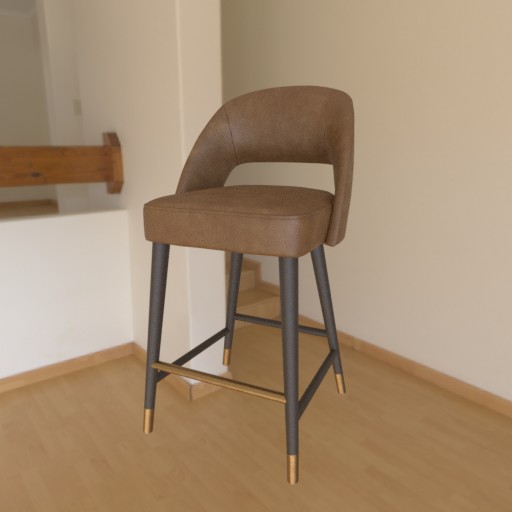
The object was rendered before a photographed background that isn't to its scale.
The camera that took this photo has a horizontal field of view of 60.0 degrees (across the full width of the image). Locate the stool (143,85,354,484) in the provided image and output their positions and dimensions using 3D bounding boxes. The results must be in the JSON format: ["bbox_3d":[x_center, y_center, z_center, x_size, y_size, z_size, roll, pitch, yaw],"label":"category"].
[{"bbox_3d":[0.000,0.000,1.230,0.494,0.940,0.509,7,16,25],"label":"stool"}]
